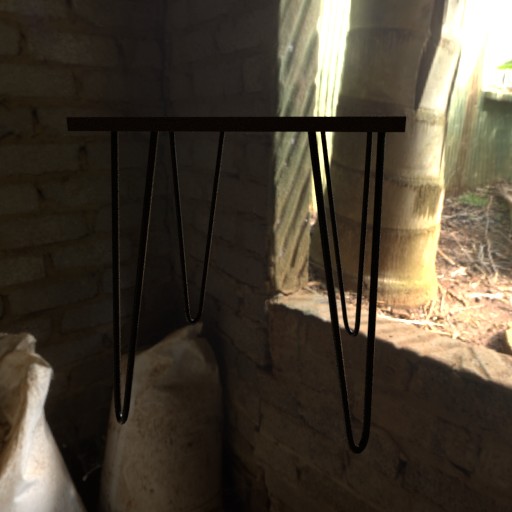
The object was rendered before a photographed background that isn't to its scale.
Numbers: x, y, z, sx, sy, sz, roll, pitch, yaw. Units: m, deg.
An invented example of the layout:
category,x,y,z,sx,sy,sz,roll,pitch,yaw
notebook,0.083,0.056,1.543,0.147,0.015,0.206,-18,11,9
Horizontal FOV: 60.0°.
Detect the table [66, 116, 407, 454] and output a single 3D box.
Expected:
category,x,y,z,sx,sy,sz,roll,pitch,yaw
table,0.000,0.000,0.943,0.495,0.559,0.495,3,17,10
